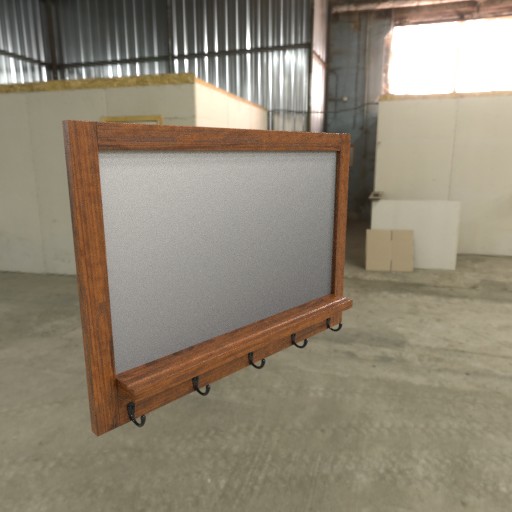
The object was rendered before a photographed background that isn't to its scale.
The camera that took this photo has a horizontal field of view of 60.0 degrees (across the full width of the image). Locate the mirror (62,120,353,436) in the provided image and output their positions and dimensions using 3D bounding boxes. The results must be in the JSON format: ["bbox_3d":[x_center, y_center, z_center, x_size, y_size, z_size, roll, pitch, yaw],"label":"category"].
[{"bbox_3d":[0.000,0.000,0.970,0.084,0.537,0.758,13,18,43],"label":"mirror"}]
